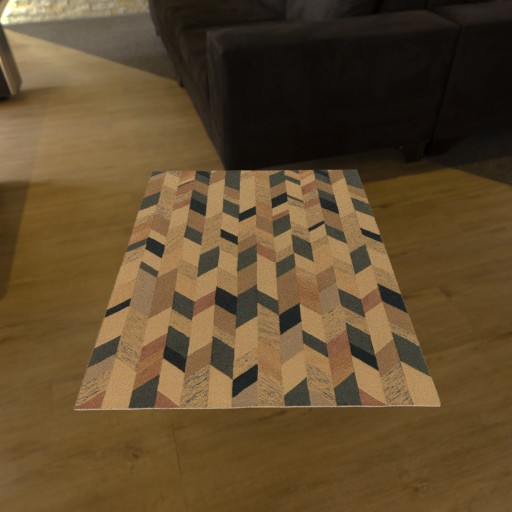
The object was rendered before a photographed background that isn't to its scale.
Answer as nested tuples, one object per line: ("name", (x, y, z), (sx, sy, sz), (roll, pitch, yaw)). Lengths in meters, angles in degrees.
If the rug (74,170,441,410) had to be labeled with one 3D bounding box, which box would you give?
("rug", (0.000, 0.000, 4.103), (2.451, 0.011, 3.072), (0, 41, 0))
